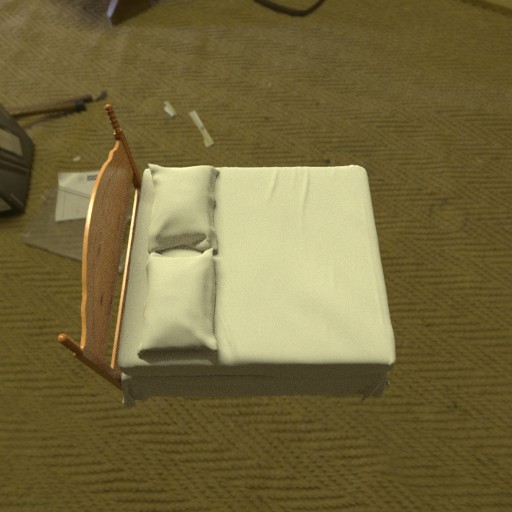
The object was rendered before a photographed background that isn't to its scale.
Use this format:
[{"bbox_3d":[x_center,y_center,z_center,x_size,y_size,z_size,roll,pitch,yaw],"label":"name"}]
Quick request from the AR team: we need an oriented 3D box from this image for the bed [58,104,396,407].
[{"bbox_3d":[0.000,0.000,3.198,2.040,1.356,1.873,0,62,0],"label":"bed"}]
